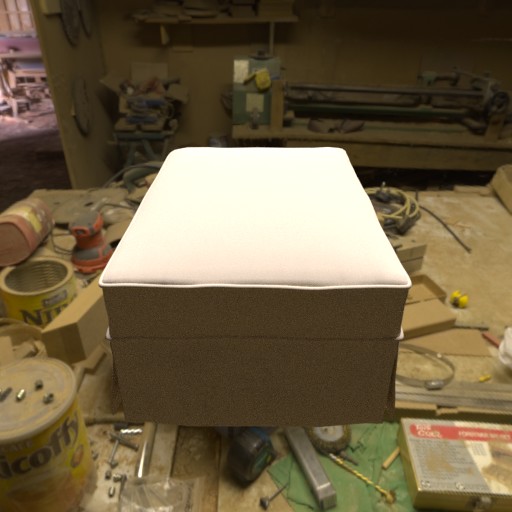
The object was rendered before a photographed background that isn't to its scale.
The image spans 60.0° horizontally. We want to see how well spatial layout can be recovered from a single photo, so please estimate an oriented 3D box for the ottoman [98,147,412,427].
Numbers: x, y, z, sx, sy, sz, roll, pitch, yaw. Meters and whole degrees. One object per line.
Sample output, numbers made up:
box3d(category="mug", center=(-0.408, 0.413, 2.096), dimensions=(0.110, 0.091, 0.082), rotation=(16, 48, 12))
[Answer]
box3d(category="ottoman", center=(0.000, 0.000, 1.362), dimensions=(0.703, 0.479, 0.944), rotation=(0, 31, 0))
